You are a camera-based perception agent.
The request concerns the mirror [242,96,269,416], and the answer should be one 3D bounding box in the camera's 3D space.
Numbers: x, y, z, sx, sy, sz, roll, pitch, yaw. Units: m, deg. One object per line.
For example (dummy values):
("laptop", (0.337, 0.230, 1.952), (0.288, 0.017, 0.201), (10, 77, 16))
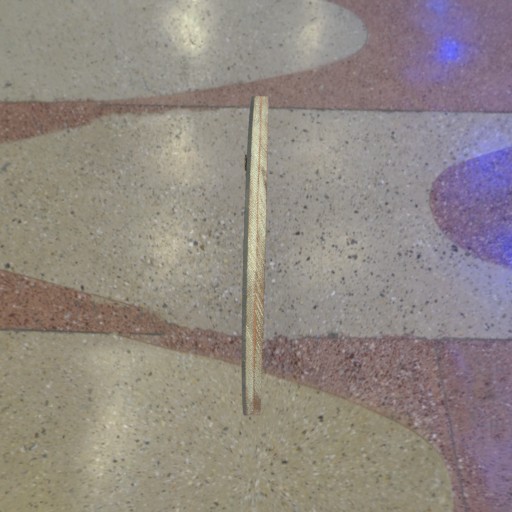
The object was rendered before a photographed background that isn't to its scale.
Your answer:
("mirror", (0.000, 0.000, 1.049), (0.038, 0.710, 0.710), (2, 64, 1))
